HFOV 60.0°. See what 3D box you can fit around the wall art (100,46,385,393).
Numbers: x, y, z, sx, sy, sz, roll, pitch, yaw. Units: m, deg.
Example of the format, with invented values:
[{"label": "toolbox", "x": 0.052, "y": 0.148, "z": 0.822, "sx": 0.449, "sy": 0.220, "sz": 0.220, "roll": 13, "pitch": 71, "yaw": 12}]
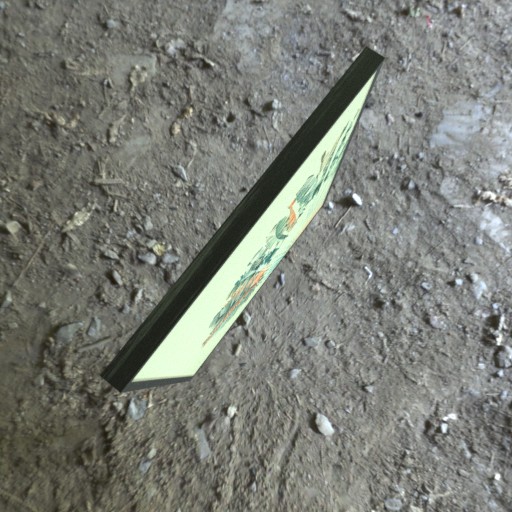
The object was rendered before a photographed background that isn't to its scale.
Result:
[{"label": "wall art", "x": 0.000, "y": 0.000, "z": 1.138, "sx": 0.043, "sy": 0.758, "sz": 0.762, "roll": 36, "pitch": 78, "yaw": 9}]
